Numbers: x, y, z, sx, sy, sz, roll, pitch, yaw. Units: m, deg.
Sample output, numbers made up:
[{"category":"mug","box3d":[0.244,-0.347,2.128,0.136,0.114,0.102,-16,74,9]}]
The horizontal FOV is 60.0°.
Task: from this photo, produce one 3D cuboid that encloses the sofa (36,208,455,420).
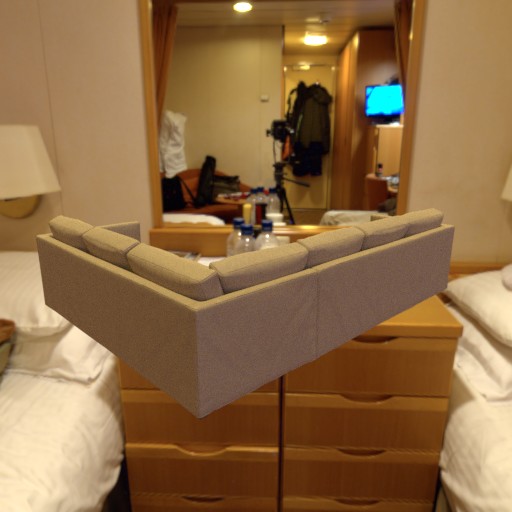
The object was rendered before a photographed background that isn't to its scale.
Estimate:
[{"category":"sofa","box3d":[0.000,0.000,4.256,3.182,0.871,2.432,-14,21,-42]}]
